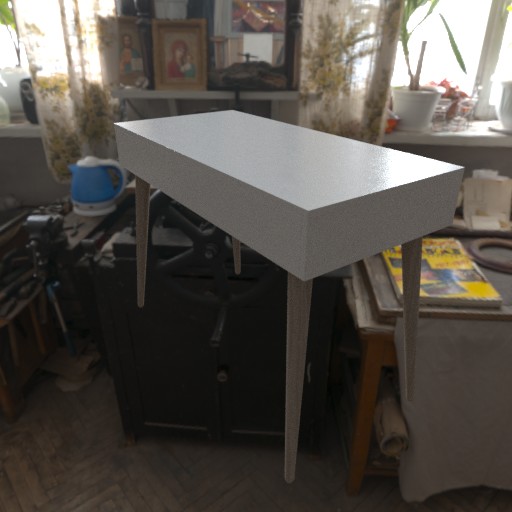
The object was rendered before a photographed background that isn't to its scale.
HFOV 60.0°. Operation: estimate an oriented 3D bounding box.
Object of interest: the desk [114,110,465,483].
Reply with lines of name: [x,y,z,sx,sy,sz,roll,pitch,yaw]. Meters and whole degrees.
desk: [0.000,0.000,1.406,0.491,0.723,0.979,-18,32,-31]
